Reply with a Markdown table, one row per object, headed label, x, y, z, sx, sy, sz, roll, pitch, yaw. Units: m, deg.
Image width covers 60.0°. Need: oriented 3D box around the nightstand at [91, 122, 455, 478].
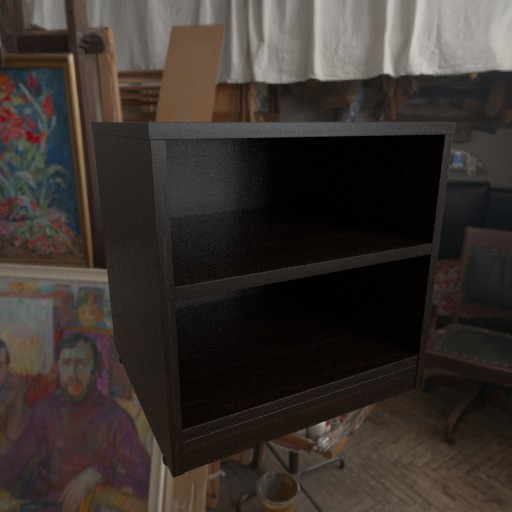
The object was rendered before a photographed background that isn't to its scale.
| label | x | y | z | sx | sy | sz | roll | pitch | yaw |
| --- | --- | --- | --- | --- | --- | --- | --- | --- | --- |
| nightstand | 0.000 | 0.000 | 0.844 | 0.489 | 0.487 | 0.427 | -9 | 19 | -26 |
